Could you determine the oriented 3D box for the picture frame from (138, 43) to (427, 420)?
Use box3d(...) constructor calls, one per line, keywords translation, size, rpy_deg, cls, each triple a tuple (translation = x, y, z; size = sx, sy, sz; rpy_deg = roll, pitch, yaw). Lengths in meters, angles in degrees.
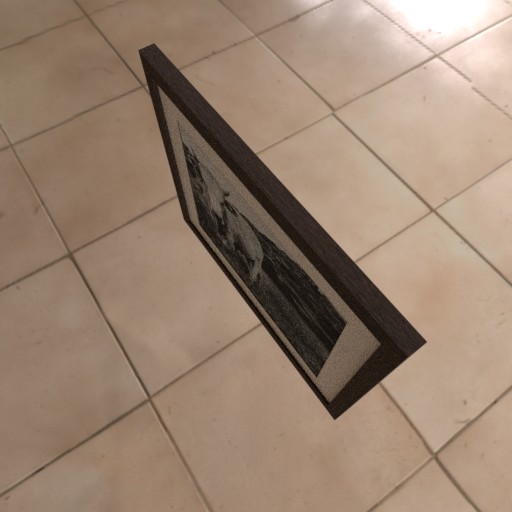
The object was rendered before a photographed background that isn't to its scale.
box3d(translation=(0.000, 0.000, 0.739), size=(0.026, 0.455, 0.546), rpy_deg=(-32, 67, -16), cls="picture frame")
